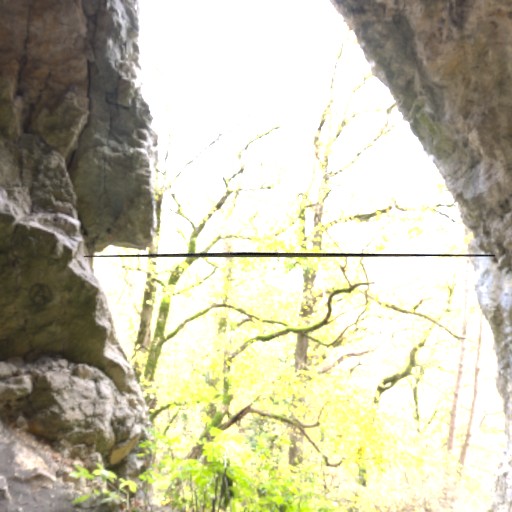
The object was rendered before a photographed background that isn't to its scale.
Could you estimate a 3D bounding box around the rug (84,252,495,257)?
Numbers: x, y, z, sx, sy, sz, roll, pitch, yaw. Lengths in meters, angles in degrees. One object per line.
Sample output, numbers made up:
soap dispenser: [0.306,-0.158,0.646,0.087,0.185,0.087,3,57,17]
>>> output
rug: [0.000,0.000,2.921,1.676,0.013,2.261,0,0,-34]
